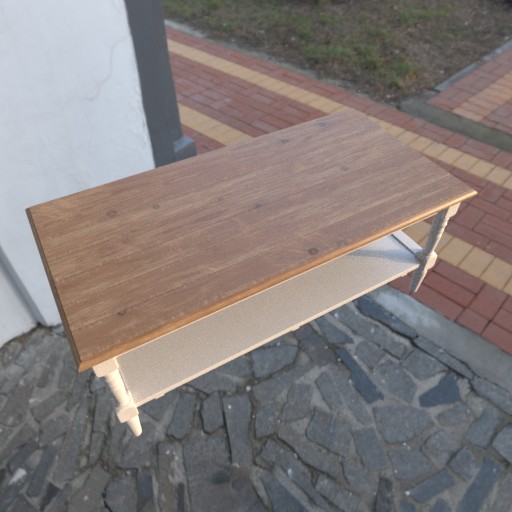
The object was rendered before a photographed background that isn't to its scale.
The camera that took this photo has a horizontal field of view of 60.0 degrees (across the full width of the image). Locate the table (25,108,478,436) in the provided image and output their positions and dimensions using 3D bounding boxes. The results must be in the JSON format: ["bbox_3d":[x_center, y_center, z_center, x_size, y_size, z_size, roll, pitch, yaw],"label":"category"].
[{"bbox_3d":[0.000,0.000,1.378,1.118,0.458,0.559,-22,50,-20],"label":"table"}]
